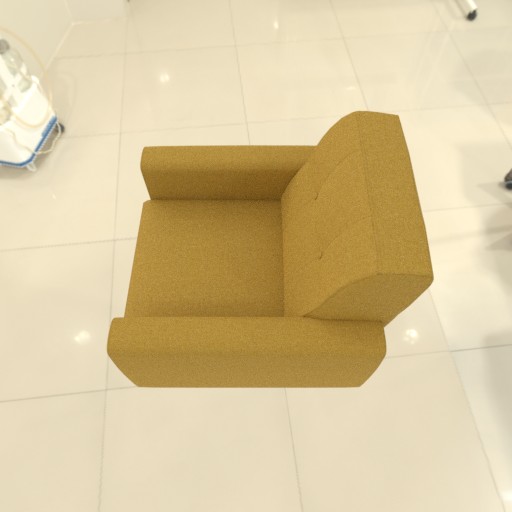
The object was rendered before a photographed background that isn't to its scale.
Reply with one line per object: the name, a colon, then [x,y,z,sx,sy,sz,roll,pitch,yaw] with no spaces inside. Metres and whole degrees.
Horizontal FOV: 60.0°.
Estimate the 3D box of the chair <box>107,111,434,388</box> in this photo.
chair: [0.000,0.000,1.587,0.909,0.841,0.831,0,60,0]
